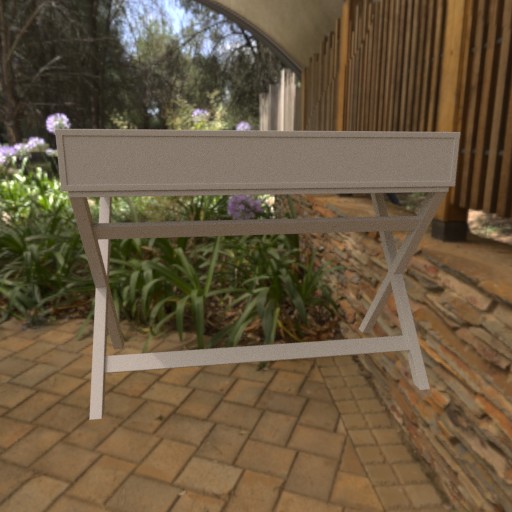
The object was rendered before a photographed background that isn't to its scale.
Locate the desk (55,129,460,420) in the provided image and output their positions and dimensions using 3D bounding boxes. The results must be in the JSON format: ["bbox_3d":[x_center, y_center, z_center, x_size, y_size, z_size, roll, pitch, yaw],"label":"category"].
[{"bbox_3d":[0.000,0.000,1.479,1.057,0.780,0.525,-2,13,-9],"label":"desk"}]
